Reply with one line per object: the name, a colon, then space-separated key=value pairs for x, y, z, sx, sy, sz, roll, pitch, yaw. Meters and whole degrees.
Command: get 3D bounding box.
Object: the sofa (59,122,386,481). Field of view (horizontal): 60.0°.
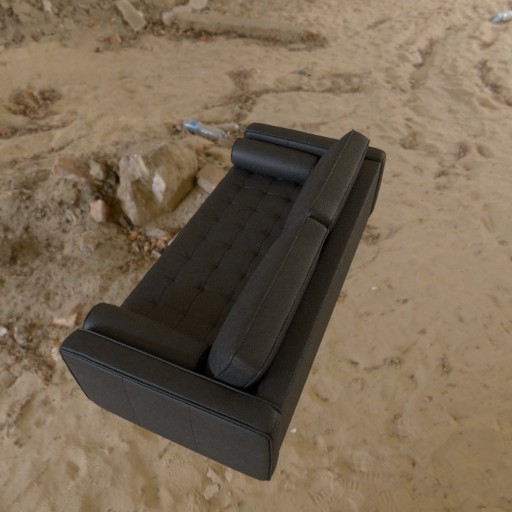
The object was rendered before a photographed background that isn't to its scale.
sofa: x=0.000 y=0.000 z=2.298 sx=0.921 sy=0.770 sz=1.879 roll=17 pitch=49 yaw=16
